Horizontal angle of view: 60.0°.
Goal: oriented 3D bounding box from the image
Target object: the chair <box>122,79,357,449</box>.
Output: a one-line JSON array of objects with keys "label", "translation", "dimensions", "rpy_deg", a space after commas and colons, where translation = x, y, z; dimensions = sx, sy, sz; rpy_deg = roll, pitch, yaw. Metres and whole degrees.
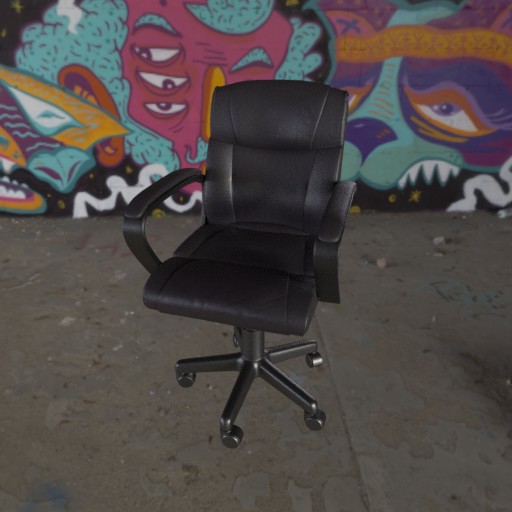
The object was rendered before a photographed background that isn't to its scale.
[{"label": "chair", "translation": [0.000, 0.000, 1.399], "dimensions": [0.576, 0.998, 0.641], "rpy_deg": [8, 27, 16]}]
